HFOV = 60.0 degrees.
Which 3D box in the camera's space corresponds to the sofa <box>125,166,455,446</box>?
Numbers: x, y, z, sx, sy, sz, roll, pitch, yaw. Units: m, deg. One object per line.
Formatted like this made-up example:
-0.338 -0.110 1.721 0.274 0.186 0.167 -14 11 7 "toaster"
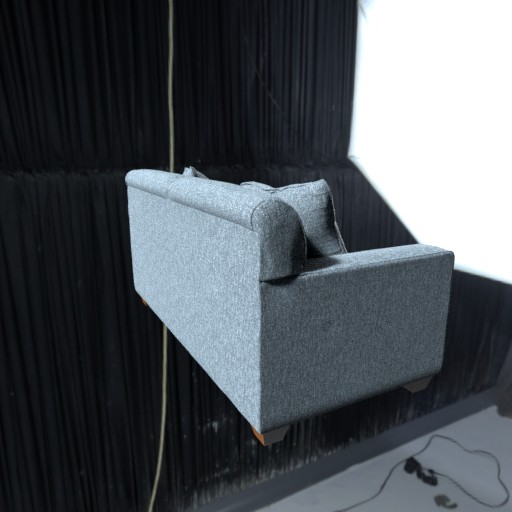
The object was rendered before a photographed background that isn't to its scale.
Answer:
0.000 0.000 2.464 0.998 0.958 1.846 -7 16 -27 "sofa"
